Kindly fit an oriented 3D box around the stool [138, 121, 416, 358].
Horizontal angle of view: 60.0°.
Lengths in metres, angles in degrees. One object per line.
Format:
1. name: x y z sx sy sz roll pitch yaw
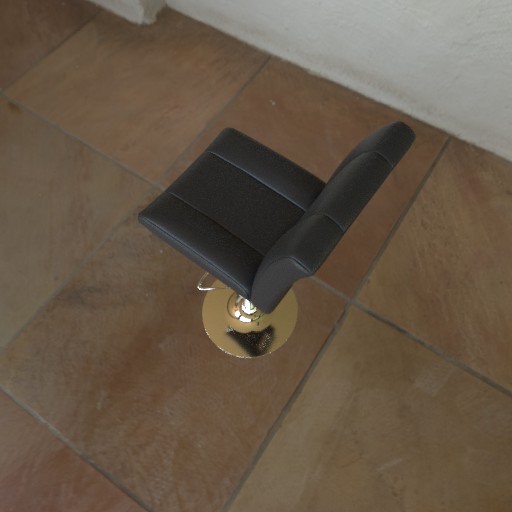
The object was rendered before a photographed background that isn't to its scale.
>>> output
1. stool: 0.000 0.000 1.383 0.520 1.151 0.415 34 69 15
